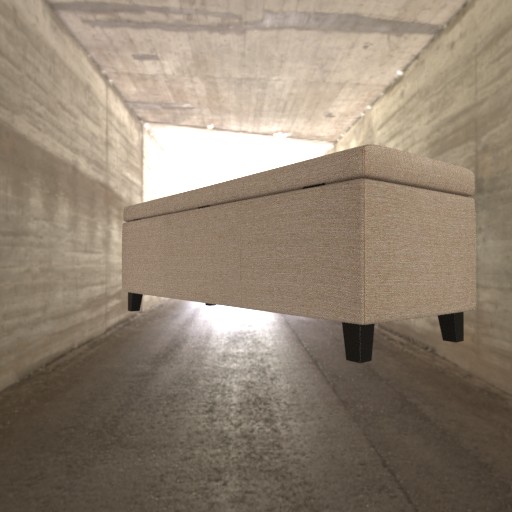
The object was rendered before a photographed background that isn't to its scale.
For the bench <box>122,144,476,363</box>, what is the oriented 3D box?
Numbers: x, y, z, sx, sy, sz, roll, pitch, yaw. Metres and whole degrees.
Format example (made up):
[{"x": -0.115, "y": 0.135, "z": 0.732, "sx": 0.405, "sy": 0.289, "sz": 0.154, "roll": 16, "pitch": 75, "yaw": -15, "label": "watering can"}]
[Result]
[{"x": 0.000, "y": 0.000, "z": 1.466, "sx": 0.446, "sy": 0.438, "sz": 1.269, "roll": 1, "pitch": -1, "yaw": -38, "label": "bench"}]
